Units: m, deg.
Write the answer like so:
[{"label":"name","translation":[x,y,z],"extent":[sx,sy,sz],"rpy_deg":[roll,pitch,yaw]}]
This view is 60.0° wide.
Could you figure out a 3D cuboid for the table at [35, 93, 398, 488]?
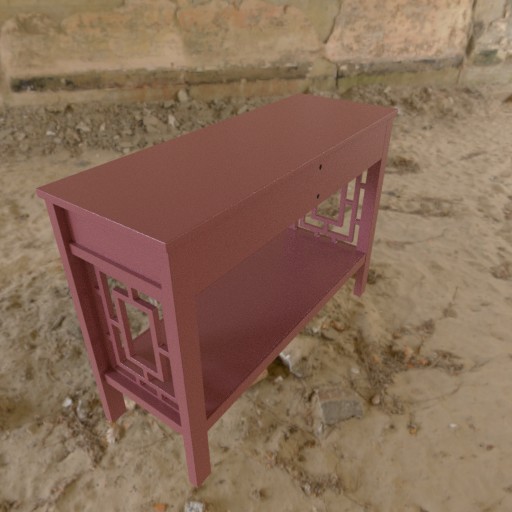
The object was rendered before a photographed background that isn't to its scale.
[{"label":"table","translation":[0.000,0.000,1.406],"extent":[0.397,0.753,1.068],"rpy_deg":[21,38,29]}]
